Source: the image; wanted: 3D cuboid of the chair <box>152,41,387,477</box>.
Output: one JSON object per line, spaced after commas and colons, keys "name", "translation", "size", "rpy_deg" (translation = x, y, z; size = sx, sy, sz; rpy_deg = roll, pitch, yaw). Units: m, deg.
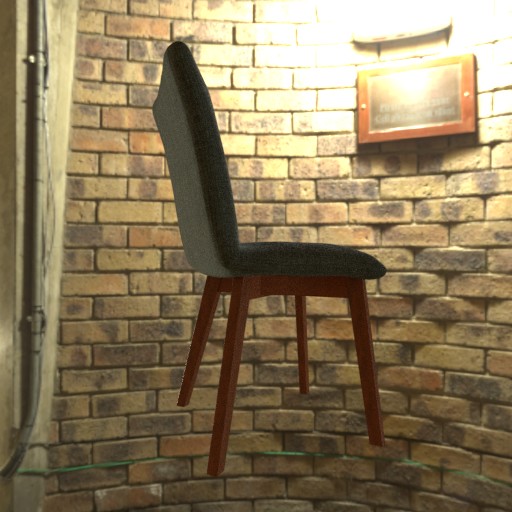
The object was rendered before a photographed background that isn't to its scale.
{"name": "chair", "translation": [0.000, 0.000, 1.275], "size": [0.563, 0.974, 0.522], "rpy_deg": [0, 0, -18]}
